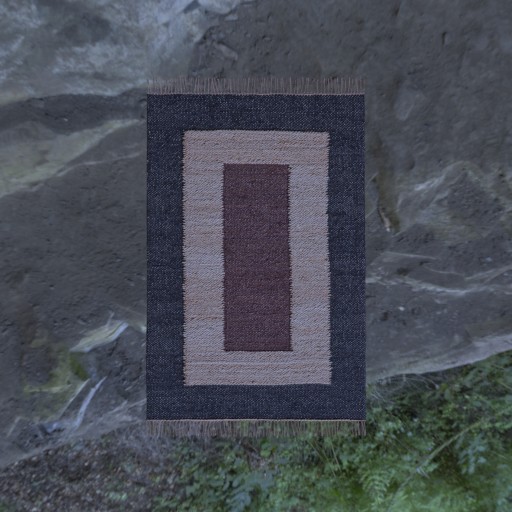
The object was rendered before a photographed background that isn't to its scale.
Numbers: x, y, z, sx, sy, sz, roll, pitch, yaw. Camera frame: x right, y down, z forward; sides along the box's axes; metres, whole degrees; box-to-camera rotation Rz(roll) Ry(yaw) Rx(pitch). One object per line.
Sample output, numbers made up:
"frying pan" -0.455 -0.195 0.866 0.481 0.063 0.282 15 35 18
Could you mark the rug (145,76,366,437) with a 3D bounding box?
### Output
"rug" 0.000 0.000 2.475 1.224 0.027 2.021 0 89 0
